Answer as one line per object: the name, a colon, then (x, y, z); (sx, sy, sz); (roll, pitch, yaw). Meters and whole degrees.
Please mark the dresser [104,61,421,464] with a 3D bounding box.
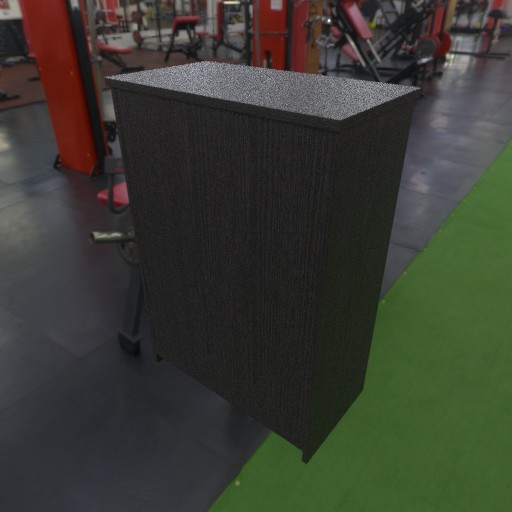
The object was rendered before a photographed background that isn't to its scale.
dresser: (0.000, 0.000, 1.374); (0.704, 1.020, 0.399); (23, 38, 32)
